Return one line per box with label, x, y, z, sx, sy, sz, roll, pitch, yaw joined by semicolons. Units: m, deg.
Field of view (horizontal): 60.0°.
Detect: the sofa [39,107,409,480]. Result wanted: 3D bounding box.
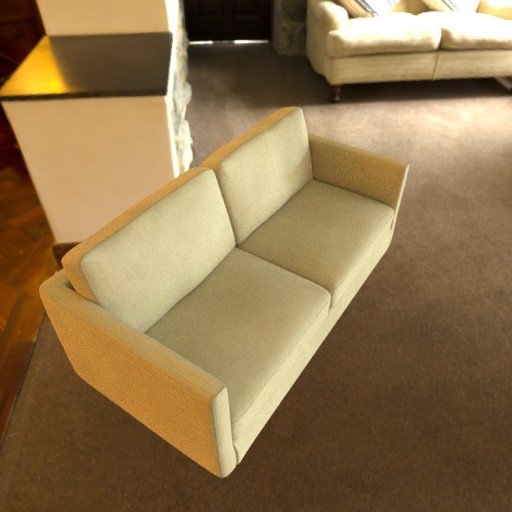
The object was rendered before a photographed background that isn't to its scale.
sofa;0.000;0.000;2.332;0.950;0.940;1.846;24;47;25
